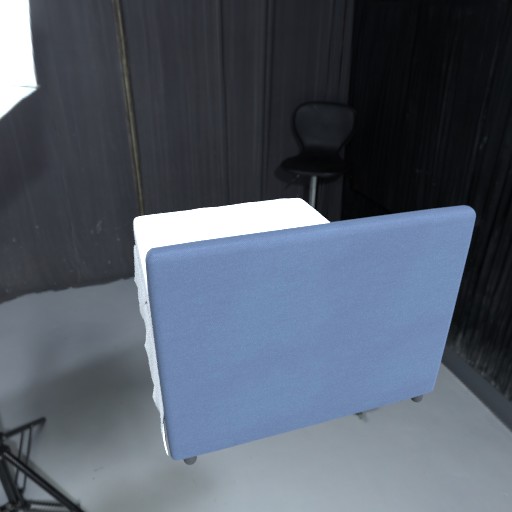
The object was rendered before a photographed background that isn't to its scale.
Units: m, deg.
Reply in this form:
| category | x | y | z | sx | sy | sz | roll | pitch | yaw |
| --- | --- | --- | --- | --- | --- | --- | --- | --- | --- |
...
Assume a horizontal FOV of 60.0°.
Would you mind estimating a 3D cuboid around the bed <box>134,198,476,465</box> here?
| category | x | y | z | sx | sy | sz | roll | pitch | yaw |
| --- | --- | --- | --- | --- | --- | --- | --- | --- | --- |
| bed | 0.000 | 0.000 | 3.197 | 1.713 | 1.330 | 2.162 | -9 | 29 | -16 |
